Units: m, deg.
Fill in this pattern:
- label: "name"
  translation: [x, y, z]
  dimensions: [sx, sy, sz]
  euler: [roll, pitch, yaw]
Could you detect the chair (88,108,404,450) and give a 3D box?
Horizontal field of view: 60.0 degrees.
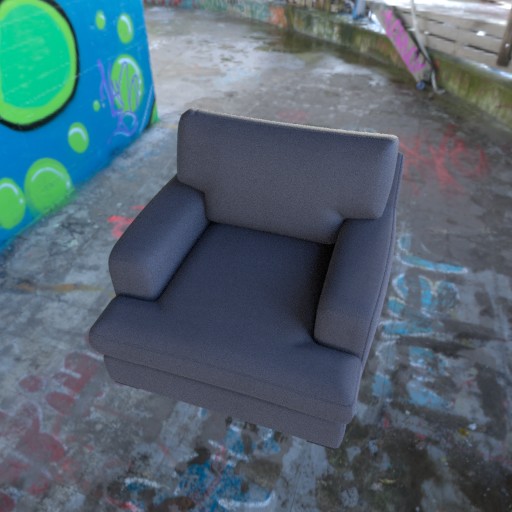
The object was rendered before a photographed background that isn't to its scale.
- label: "chair"
  translation: [0.000, 0.000, 1.994]
  dimensions: [1.168, 0.940, 1.143]
  euler: [12, 42, 14]
